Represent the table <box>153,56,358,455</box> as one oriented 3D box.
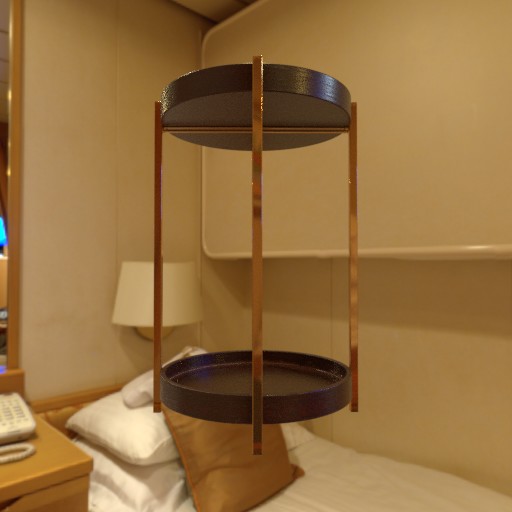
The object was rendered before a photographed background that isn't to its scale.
[{"bbox_3d":[0.000,0.000,0.877,0.400,0.610,0.400,0,-1,-1],"label":"table"}]
